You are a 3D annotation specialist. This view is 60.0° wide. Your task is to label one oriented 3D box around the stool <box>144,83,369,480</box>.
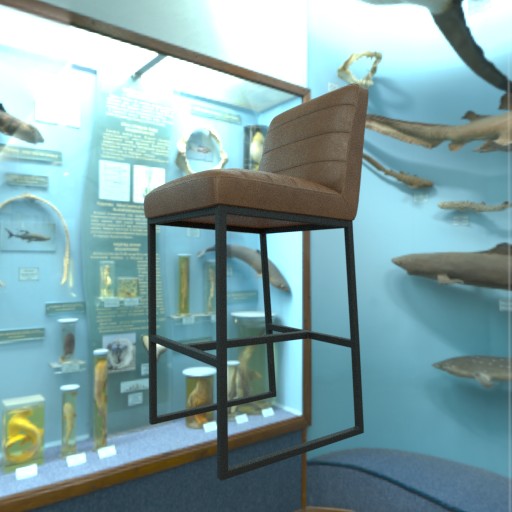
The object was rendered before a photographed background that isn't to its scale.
[{"bbox_3d":[0.000,0.000,1.348,0.556,1.040,0.458,0,0,-35],"label":"stool"}]
